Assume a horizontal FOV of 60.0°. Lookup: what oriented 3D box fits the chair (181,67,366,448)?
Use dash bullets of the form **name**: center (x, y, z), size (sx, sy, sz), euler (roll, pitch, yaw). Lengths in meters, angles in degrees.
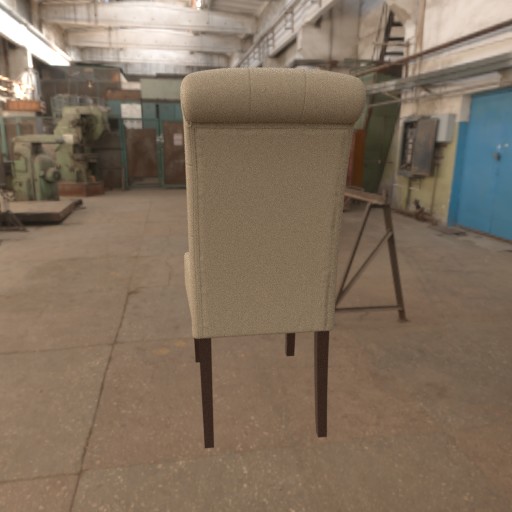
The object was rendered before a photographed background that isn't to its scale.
- **chair**: center (0.000, 0.000, 1.378), size (0.456, 1.006, 0.671), euler (-2, 15, -8)
